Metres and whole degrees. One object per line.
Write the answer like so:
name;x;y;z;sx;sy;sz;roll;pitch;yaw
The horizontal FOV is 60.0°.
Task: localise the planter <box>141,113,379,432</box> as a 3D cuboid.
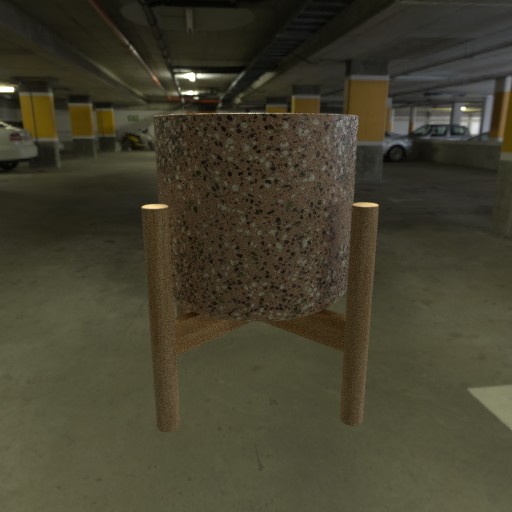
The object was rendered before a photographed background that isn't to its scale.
planter;0.000;0.000;0.535;0.284;0.320;0.284;-7;17;-24
